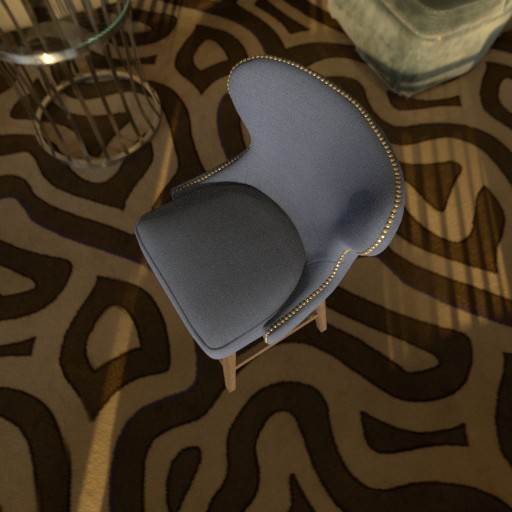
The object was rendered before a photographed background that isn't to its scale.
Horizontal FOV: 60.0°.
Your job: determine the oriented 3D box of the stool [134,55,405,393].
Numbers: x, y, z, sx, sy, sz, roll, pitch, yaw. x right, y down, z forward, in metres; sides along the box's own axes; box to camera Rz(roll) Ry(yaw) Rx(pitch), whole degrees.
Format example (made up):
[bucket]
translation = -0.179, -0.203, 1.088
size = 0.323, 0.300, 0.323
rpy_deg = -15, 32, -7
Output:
[stool]
translation = 0.000, 0.000, 1.389
size = 0.597, 0.972, 0.615
rpy_deg = -30, 67, -14
